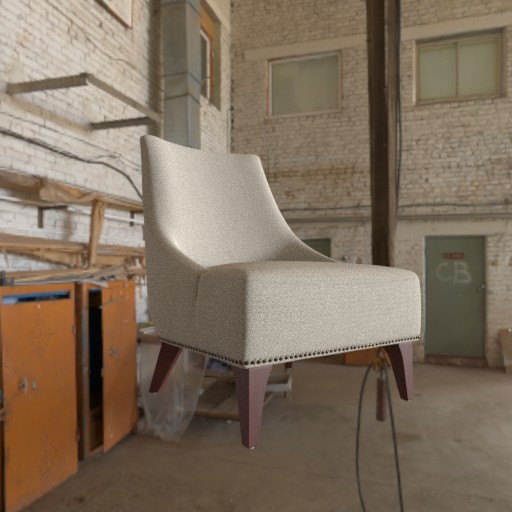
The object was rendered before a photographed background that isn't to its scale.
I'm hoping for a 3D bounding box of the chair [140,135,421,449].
[{"bbox_3d":[0.000,0.000,1.517,0.701,0.909,0.861,1,-2,-37],"label":"chair"}]
